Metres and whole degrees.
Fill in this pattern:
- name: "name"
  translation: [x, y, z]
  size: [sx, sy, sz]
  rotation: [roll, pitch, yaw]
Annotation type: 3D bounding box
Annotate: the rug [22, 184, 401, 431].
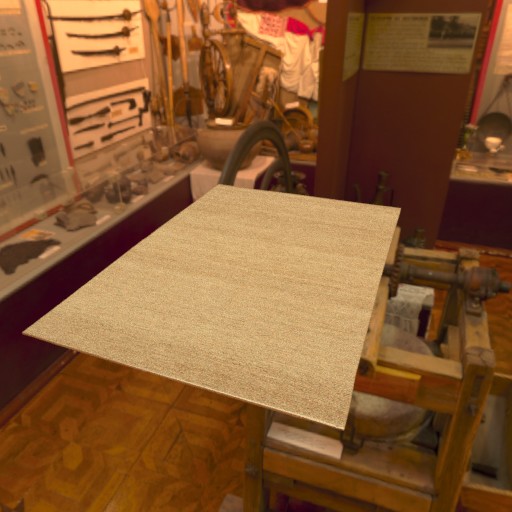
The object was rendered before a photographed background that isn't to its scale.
- name: "rug"
  translation: [0.000, 0.000, 2.849]
  size: [1.596, 0.030, 2.283]
  rotation: [11, 31, 18]
